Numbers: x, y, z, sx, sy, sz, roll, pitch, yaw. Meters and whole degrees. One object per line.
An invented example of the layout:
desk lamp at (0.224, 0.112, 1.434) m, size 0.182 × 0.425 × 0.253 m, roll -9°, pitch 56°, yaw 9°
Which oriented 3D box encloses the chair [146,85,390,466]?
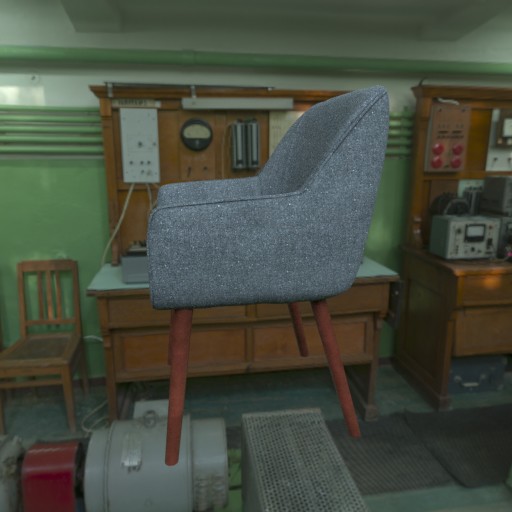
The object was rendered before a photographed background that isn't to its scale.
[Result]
chair at (0.000, 0.000, 1.149) m, size 0.519 × 0.803 × 0.543 m, roll -2°, pitch 14°, yaw -10°
